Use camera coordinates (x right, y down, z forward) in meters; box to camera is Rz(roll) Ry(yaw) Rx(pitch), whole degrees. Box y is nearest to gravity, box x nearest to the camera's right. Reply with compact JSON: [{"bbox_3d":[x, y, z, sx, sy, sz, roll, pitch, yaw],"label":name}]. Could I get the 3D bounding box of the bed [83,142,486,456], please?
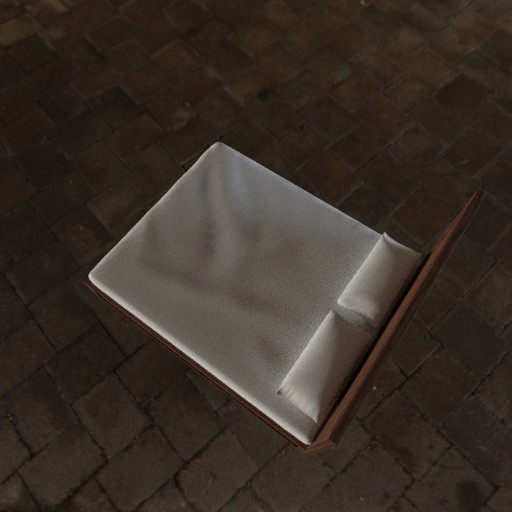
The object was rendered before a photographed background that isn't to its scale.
[{"bbox_3d":[0.000,0.000,3.356,2.218,1.487,1.765,33,68,15],"label":"bed"}]
